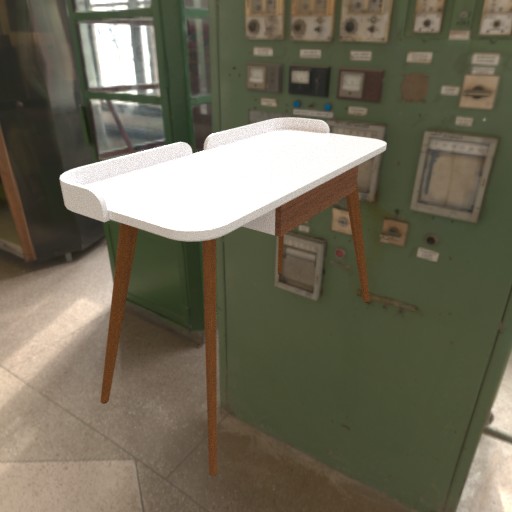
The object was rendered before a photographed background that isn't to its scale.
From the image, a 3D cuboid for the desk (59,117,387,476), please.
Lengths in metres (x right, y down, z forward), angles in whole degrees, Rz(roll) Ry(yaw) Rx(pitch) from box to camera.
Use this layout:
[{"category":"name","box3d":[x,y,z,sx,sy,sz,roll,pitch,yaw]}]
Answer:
[{"category":"desk","box3d":[0.000,0.000,1.652,0.534,0.807,1.206,17,31,31]}]
